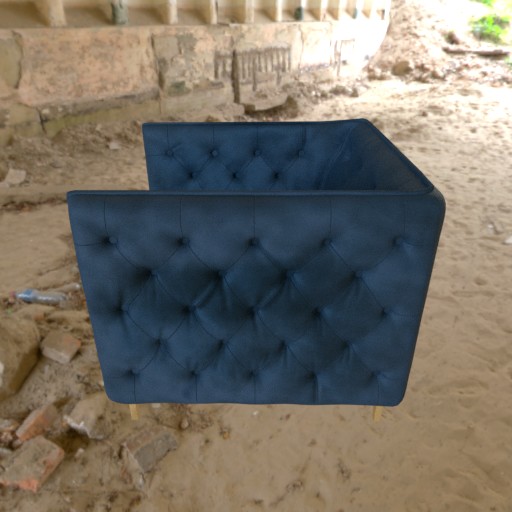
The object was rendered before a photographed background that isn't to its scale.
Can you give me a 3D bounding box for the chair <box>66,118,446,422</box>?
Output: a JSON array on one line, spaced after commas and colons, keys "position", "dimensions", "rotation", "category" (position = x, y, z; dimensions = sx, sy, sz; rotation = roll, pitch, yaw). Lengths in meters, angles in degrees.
[{"position": [0.000, 0.000, 1.510], "dimensions": [0.877, 0.771, 0.868], "rotation": [0, 29, 1], "category": "chair"}]
